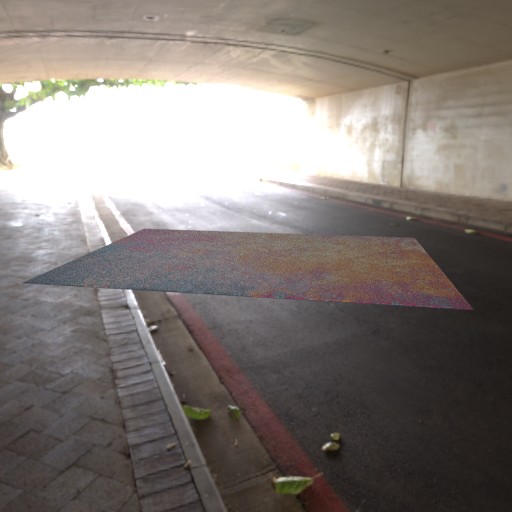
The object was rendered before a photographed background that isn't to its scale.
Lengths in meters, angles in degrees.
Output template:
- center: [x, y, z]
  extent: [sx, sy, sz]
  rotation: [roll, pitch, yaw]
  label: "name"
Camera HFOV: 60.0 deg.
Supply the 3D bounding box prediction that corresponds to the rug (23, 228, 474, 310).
- center: [0.000, 0.000, 3.737]
  extent: [2.896, 0.013, 2.007]
  rotation: [2, 15, 10]
  label: "rug"
